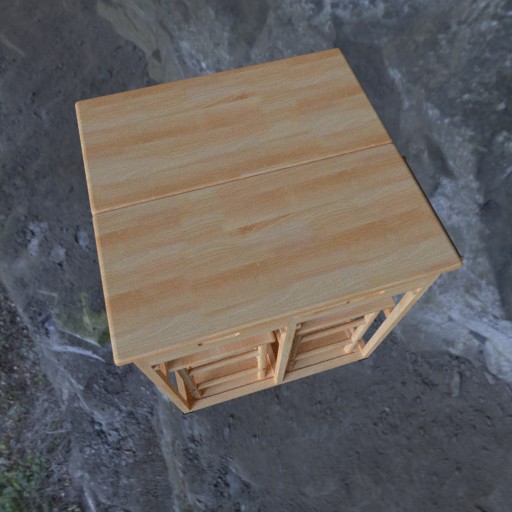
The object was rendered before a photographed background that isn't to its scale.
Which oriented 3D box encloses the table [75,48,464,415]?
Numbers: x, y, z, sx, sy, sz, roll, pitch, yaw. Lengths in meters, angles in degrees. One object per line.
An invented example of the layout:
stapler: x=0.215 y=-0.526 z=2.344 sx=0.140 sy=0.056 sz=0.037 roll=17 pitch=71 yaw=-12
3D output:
table: x=0.000 y=0.000 z=1.384 sx=0.752 sy=0.832 sz=0.693 roll=-15 pitch=64 yaw=-8
